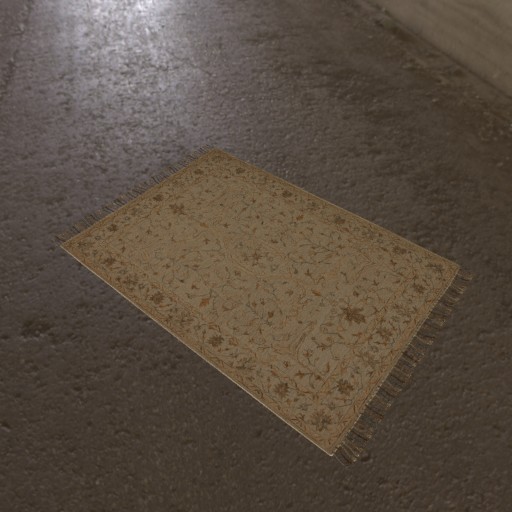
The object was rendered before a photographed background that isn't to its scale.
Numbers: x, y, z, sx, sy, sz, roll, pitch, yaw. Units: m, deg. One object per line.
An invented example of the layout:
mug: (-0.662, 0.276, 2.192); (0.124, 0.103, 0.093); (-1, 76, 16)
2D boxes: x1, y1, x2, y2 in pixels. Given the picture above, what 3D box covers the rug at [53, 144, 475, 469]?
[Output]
rug: (0.000, 0.000, 2.306); (1.861, 0.017, 1.218); (31, 54, 26)
